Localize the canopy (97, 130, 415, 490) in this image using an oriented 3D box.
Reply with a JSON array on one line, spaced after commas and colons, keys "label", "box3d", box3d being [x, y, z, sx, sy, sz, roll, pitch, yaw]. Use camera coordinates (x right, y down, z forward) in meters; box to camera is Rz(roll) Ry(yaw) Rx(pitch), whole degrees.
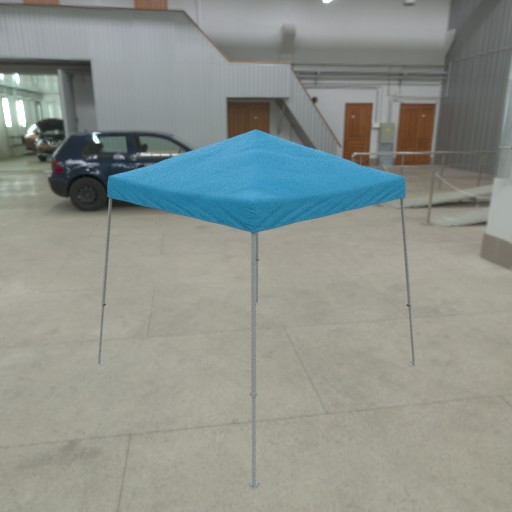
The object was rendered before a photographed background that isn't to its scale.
[{"label": "canopy", "box3d": [0.000, 0.000, 5.202, 2.850, 2.850, 2.849, -16, 23, -42]}]
